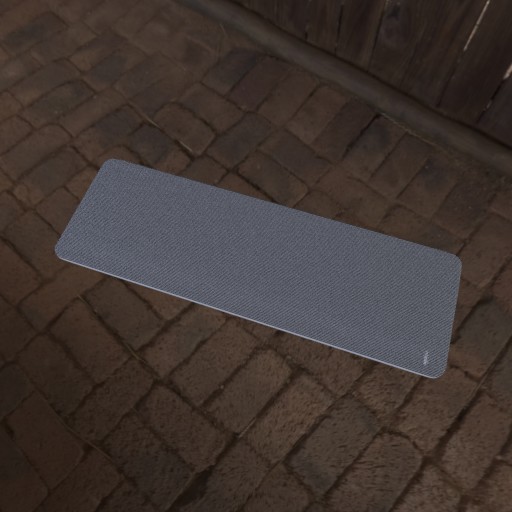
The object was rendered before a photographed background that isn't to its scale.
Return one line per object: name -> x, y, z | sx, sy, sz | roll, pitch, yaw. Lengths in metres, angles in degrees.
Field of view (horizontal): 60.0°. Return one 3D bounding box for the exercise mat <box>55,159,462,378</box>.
exercise mat -> 0.000, 0.000, 2.123 | 1.884, 0.021, 0.616 | 17, 66, 8
